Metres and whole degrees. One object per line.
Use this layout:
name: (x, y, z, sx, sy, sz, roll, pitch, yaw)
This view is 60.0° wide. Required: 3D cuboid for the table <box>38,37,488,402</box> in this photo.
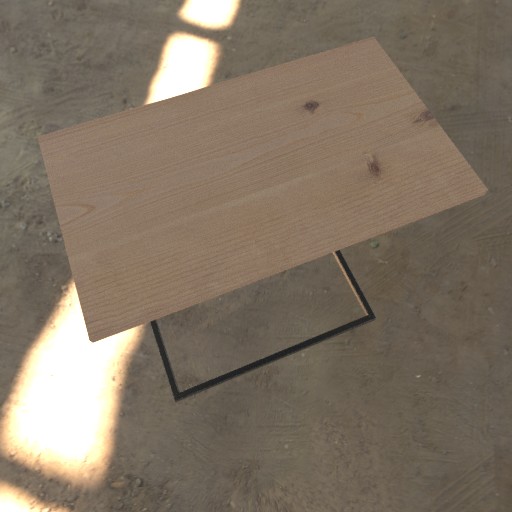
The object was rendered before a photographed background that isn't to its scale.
table: (0.000, 0.000, 0.979, 0.597, 0.673, 0.351, -20, 67, -9)
